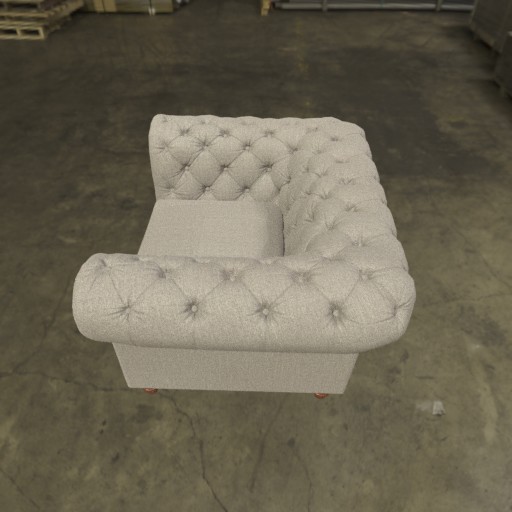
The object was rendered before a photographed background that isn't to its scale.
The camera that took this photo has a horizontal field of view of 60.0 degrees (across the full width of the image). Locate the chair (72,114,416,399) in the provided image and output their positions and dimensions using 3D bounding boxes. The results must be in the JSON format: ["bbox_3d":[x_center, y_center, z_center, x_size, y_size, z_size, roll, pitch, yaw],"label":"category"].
[{"bbox_3d":[0.000,0.000,1.851,0.976,0.770,1.270,1,42,1],"label":"chair"}]
